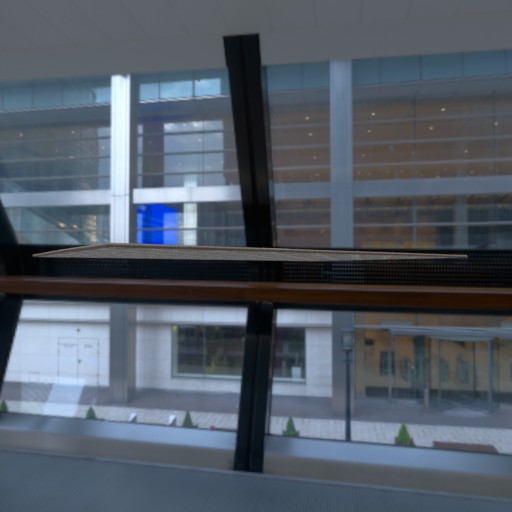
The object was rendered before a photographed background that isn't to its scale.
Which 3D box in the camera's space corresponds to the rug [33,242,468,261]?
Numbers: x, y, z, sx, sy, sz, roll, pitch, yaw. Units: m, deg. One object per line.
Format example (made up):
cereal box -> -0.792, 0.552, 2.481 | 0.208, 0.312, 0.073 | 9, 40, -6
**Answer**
rug -> 0.000, 0.000, 2.010 | 1.677, 0.011, 1.066 | 1, -2, -36
